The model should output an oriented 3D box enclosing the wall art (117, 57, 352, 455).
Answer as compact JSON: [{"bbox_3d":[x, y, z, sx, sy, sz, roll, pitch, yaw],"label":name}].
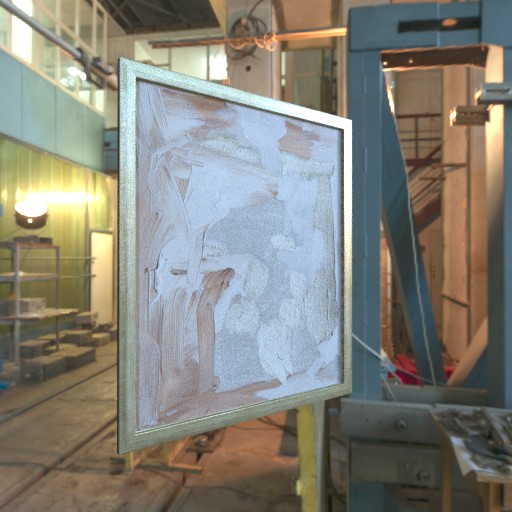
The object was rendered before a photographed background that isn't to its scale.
[{"bbox_3d":[0.000,0.000,0.767,0.483,0.559,0.009,0,0,-36],"label":"wall art"}]
